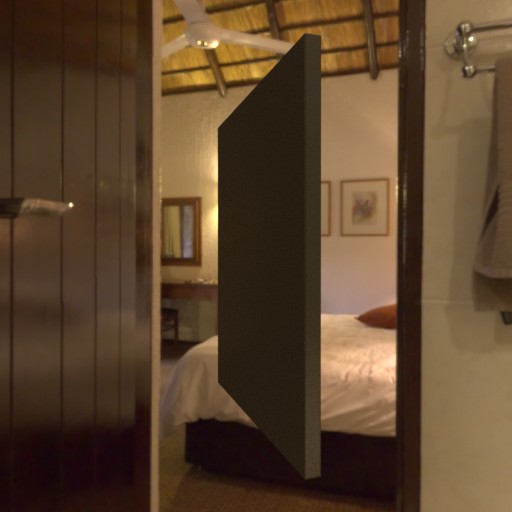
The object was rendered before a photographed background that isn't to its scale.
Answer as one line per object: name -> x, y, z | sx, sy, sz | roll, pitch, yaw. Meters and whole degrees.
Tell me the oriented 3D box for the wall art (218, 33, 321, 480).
wall art -> 0.000, 0.000, 1.638 | 0.053, 1.194, 0.950 | 0, 0, -19
